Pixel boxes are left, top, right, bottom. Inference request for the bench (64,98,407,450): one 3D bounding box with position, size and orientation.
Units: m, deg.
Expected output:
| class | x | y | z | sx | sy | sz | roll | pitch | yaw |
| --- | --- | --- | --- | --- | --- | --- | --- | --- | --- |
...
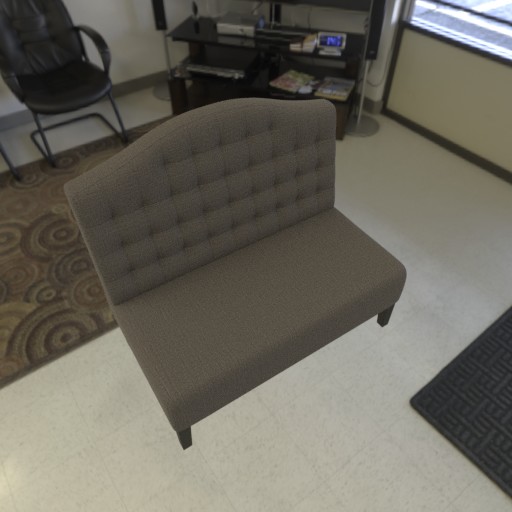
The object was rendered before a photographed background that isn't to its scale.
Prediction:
| class | x | y | z | sx | sy | sz | roll | pitch | yaw |
| --- | --- | --- | --- | --- | --- | --- | --- | --- | --- |
| bench | 0.000 | 0.000 | 2.089 | 1.335 | 1.180 | 0.815 | -25 | 51 | -22 |
